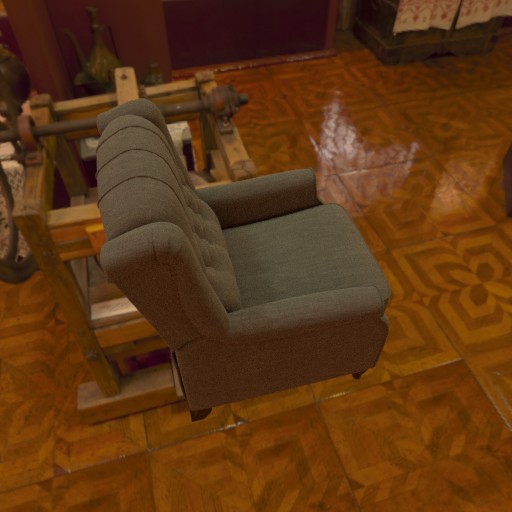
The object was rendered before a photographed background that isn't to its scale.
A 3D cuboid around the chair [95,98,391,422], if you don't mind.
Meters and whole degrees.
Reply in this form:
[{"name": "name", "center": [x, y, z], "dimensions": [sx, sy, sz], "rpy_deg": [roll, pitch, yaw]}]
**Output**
[{"name": "chair", "center": [0.000, 0.000, 1.607], "dimensions": [0.898, 1.035, 0.742], "rpy_deg": [-11, 49, -9]}]
